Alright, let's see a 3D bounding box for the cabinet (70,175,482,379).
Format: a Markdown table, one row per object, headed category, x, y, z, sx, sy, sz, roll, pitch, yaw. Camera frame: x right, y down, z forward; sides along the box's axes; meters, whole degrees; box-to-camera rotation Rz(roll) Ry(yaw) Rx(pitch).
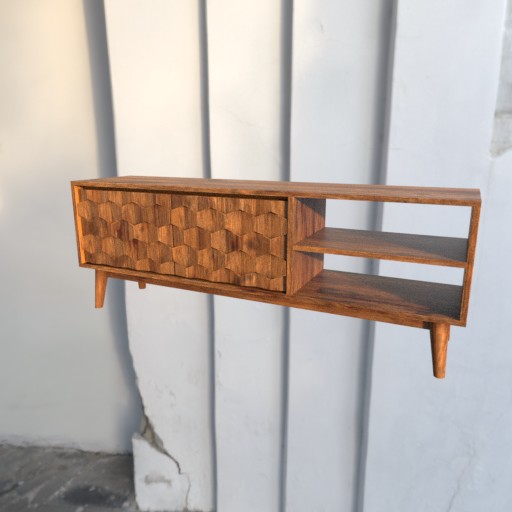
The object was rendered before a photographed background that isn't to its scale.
| category | x | y | z | sx | sy | sz | roll | pitch | yaw |
| --- | --- | --- | --- | --- | --- | --- | --- | --- | --- |
| cabinet | 0.000 | 0.000 | 1.655 | 1.448 | 0.528 | 0.349 | 7 | 16 | 25 |
